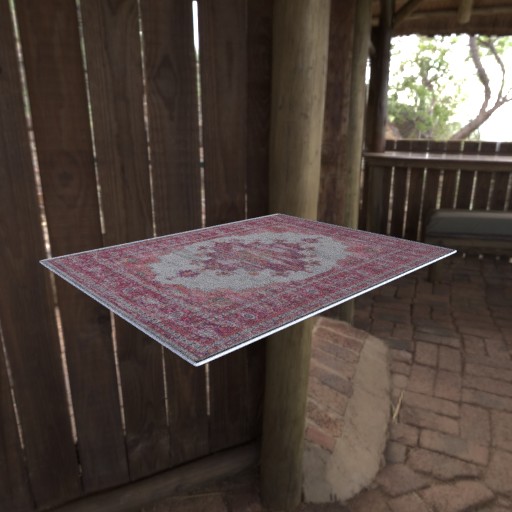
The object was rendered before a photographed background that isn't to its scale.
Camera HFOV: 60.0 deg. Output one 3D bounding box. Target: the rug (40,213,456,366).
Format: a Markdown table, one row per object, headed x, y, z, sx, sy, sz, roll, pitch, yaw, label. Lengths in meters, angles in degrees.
| x | y | z | sx | sy | sz | roll | pitch | yaw | label |
| --- | --- | --- | --- | --- | --- | --- | --- | --- | --- |
| 0.000 | 0.000 | 4.188 | 3.123 | 0.017 | 2.447 | -15 | 23 | -41 | rug |
